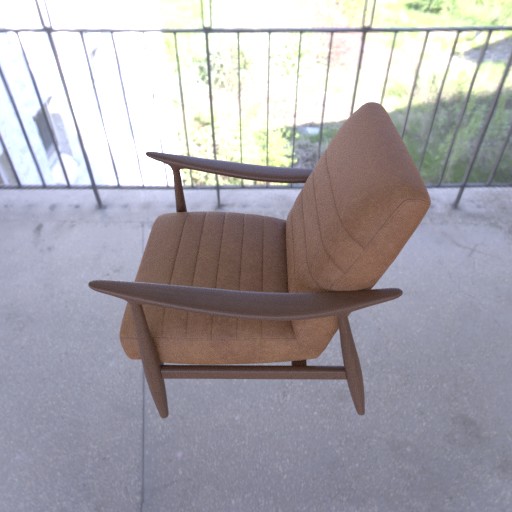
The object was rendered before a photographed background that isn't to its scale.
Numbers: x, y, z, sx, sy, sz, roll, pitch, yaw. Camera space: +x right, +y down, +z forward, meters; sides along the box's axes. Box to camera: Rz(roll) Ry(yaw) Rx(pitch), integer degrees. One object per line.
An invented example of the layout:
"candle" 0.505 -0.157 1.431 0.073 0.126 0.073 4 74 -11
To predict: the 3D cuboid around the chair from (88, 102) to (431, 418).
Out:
"chair" 0.000 0.000 1.436 0.798 0.832 0.741 1 41 1
